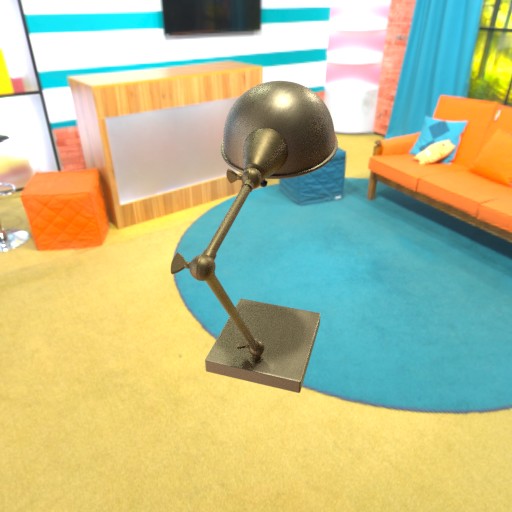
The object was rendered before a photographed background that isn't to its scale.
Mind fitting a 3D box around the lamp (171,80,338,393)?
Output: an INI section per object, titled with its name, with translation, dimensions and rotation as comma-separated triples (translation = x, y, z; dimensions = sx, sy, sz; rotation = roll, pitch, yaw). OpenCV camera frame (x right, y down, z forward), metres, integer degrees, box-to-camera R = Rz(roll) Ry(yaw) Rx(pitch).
[lamp]
translation = 0.000, 0.000, 0.541
dimensions = 0.149, 0.371, 0.339
rotation = 9, 32, 15
